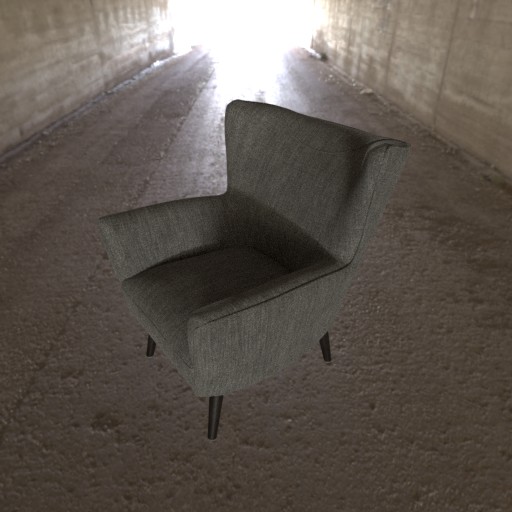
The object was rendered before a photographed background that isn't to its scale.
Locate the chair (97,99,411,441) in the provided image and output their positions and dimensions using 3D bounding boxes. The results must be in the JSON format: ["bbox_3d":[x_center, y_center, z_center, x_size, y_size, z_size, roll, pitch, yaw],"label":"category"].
[{"bbox_3d":[0.000,0.000,1.607,0.888,0.933,0.781,-21,36,-31],"label":"chair"}]
